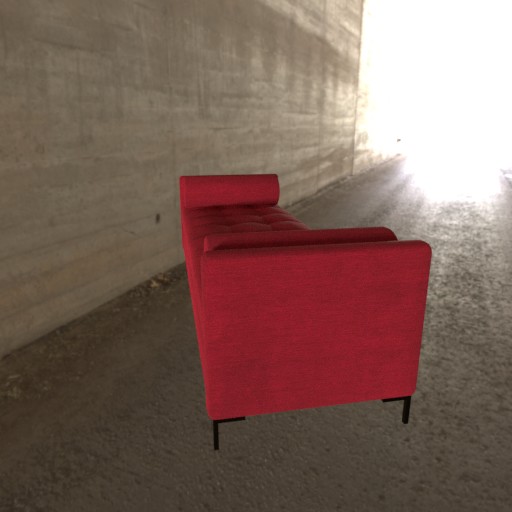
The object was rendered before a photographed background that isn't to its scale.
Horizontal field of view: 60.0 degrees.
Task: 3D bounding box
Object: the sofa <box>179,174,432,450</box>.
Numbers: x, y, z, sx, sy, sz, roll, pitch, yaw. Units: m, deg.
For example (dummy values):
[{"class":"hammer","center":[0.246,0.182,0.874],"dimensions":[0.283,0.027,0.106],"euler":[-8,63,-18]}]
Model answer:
[{"class":"sofa","center":[0.000,0.000,2.257],"dimensions":[0.686,0.635,1.981],"euler":[-3,17,-11]}]
